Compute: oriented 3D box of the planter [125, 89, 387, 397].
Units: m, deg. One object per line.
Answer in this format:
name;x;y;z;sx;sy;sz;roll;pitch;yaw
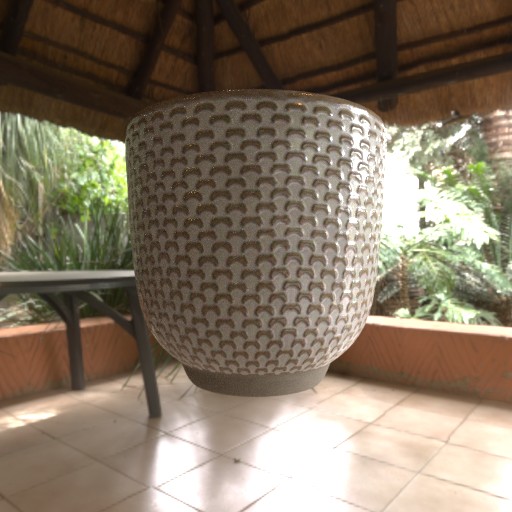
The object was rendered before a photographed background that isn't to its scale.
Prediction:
planter;0.000;0.000;0.347;0.197;0.191;0.197;0;0;0
